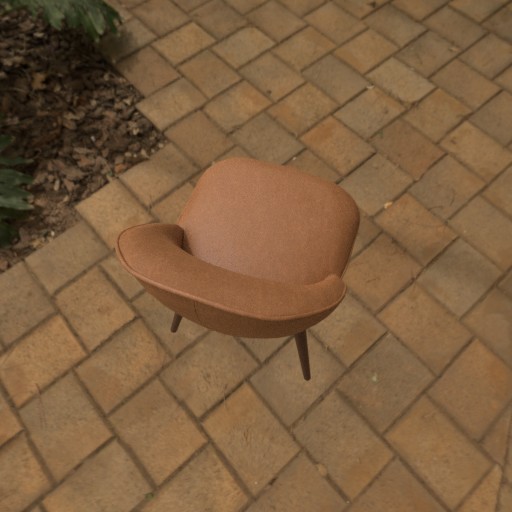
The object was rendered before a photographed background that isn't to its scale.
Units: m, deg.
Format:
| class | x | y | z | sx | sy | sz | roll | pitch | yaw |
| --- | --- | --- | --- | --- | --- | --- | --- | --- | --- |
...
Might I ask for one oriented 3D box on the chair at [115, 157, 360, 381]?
| class | x | y | z | sx | sy | sz | roll | pitch | yaw |
| --- | --- | --- | --- | --- | --- | --- | --- | --- | --- |
| chair | 0.000 | 0.000 | 1.250 | 0.521 | 0.831 | 0.631 | 18 | 64 | 9 |
